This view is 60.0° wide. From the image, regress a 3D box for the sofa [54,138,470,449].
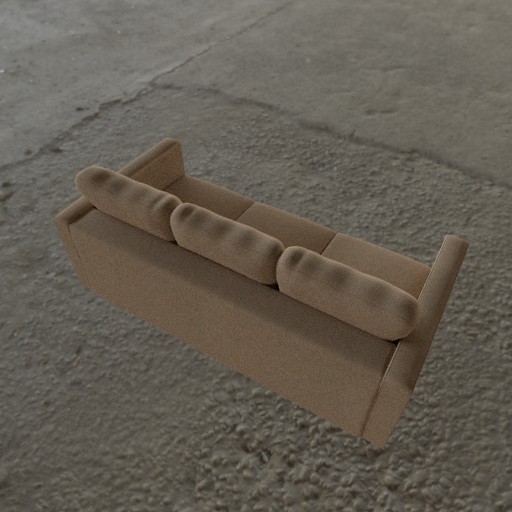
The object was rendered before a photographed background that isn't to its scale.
[{"bbox_3d":[0.000,0.000,2.310,1.855,0.800,0.930,23,50,21],"label":"sofa"}]
